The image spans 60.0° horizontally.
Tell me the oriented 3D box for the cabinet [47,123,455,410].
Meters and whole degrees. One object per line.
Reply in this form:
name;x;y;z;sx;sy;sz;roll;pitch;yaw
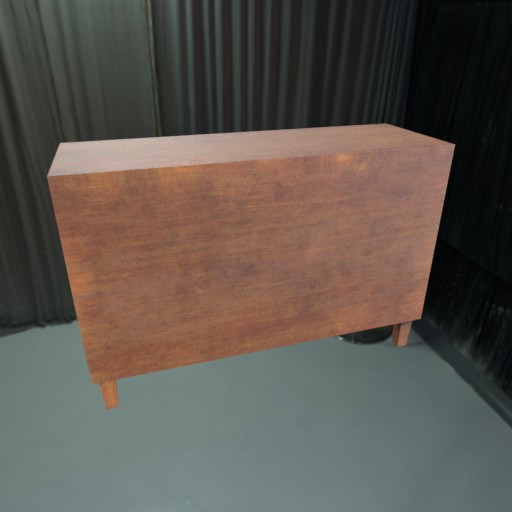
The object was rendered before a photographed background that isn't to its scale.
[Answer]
cabinet;0.000;0.000;1.602;1.204;0.805;0.403;-8;27;-16
